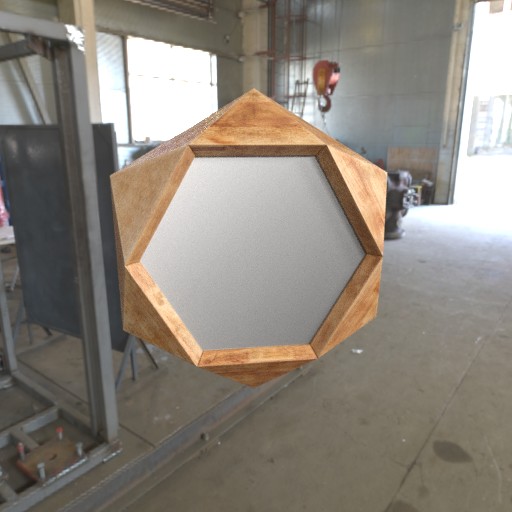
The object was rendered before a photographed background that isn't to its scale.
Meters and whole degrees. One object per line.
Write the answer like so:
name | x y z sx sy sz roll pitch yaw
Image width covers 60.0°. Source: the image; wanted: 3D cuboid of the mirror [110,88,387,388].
mirror | 0.000 0.000 1.087 0.675 0.779 0.091 -2 15 -7
